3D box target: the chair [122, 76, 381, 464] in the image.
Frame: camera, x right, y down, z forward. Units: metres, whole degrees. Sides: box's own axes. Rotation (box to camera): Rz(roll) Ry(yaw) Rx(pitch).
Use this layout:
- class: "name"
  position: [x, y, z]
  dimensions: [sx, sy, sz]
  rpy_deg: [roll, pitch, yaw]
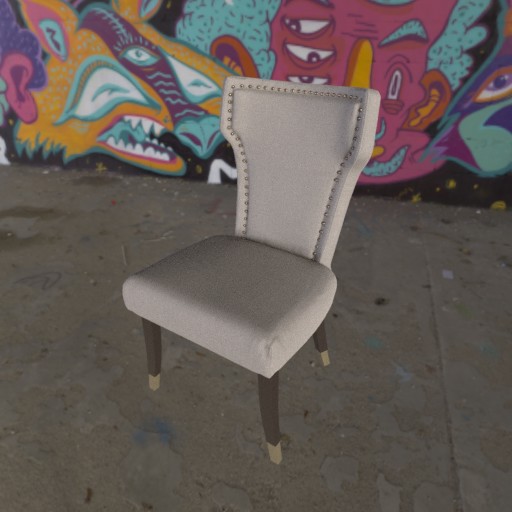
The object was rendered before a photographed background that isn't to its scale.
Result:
- class: "chair"
  position: [0.000, 0.000, 1.343]
  dimensions: [0.526, 0.950, 0.630]
  rpy_deg: [18, 34, 30]
